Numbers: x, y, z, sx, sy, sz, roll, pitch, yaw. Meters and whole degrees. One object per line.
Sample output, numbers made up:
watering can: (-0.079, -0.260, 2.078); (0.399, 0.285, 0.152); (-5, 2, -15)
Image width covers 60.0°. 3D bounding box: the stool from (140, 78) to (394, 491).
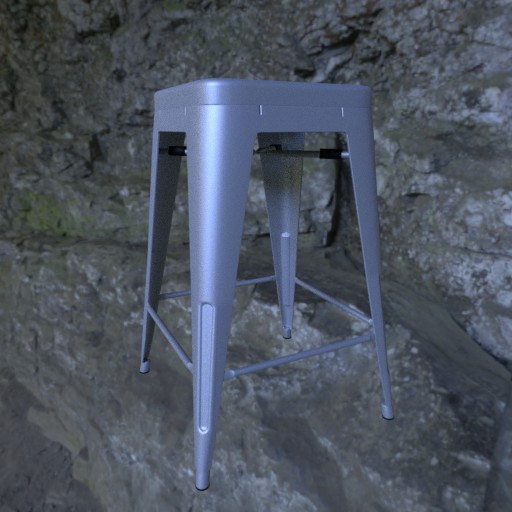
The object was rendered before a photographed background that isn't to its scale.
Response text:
stool: (0.000, 0.000, 0.863); (0.406, 0.610, 0.406); (-8, 18, -26)
